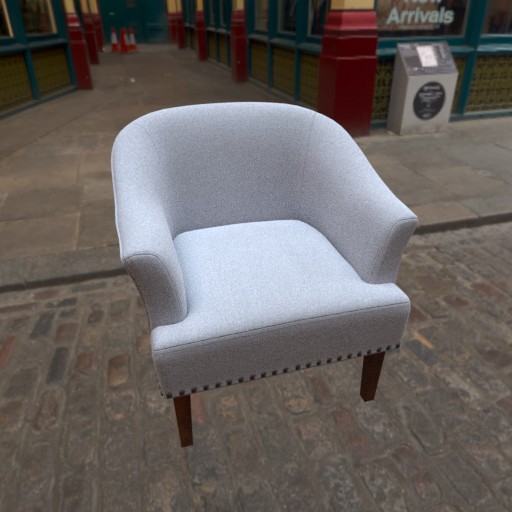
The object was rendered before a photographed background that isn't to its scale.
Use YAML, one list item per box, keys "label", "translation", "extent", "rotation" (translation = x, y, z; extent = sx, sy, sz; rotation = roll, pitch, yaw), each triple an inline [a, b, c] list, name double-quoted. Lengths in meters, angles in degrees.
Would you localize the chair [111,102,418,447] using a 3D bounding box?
- label: "chair"
  translation: [0.000, 0.000, 1.401]
  extent: [0.798, 0.815, 0.704]
  rotation: [-8, 31, -14]
